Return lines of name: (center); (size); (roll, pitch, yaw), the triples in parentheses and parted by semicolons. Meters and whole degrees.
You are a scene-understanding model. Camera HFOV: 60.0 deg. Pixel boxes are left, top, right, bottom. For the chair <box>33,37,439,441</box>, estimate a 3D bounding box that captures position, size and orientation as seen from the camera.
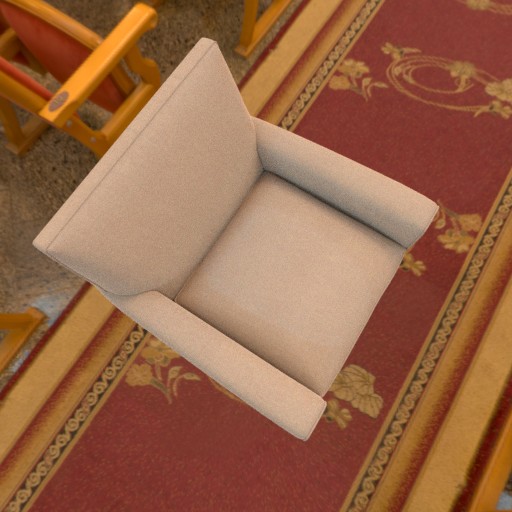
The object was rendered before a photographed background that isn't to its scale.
chair: (0.000, 0.000, 1.539); (0.871, 0.846, 0.840); (32, 76, 9)
